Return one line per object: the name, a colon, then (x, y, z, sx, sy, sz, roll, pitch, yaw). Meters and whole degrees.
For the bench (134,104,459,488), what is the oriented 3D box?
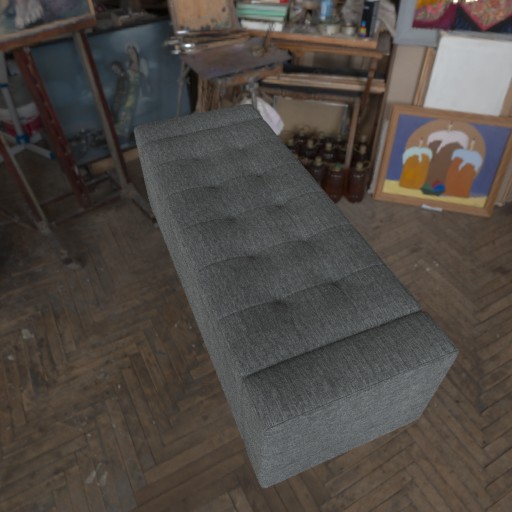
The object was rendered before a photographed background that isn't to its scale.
bench: (0.000, 0.000, 1.520, 0.508, 0.445, 1.296, -17, 48, -15)
